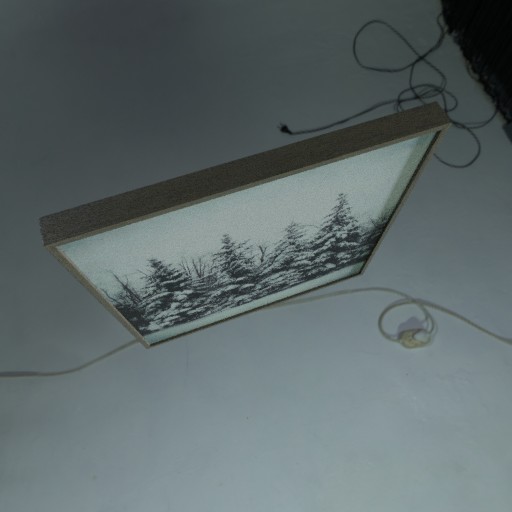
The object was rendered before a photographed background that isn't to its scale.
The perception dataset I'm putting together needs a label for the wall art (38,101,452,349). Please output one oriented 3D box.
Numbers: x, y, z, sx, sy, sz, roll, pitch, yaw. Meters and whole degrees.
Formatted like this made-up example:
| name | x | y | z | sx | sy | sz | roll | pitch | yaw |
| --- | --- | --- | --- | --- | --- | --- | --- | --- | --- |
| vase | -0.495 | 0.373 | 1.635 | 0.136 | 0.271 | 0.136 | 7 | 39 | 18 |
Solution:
| name | x | y | z | sx | sy | sz | roll | pitch | yaw |
| --- | --- | --- | --- | --- | --- | --- | --- | --- | --- |
| wall art | 0.000 | 0.000 | 0.757 | 0.507 | 0.507 | 0.037 | -18 | 67 | -8 |
